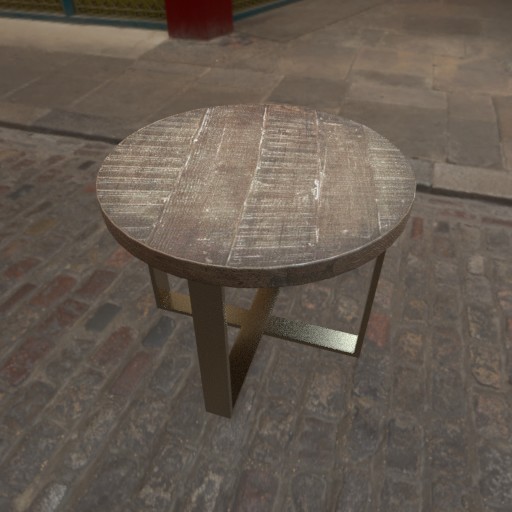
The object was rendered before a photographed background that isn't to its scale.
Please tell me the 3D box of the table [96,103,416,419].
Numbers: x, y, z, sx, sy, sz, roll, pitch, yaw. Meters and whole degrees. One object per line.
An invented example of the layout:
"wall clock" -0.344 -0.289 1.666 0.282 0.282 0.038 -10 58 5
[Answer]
"table" 0.000 0.000 0.942 0.557 0.437 0.557 0 41 0
